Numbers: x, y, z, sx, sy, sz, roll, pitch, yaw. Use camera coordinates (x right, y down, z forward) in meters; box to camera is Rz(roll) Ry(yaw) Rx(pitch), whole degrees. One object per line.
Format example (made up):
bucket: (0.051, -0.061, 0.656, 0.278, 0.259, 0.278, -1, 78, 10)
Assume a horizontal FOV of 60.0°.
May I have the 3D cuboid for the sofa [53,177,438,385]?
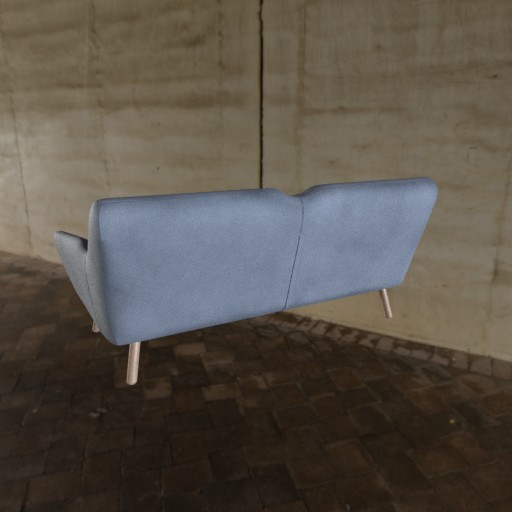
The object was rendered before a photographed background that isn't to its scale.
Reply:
sofa: (0.000, 0.000, 2.325, 1.870, 0.810, 0.850, -8, 18, -27)
